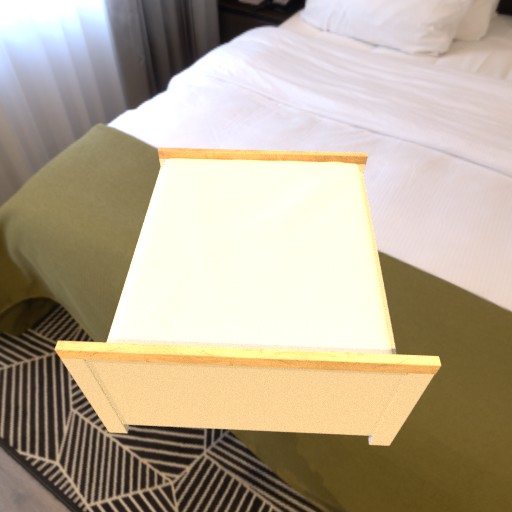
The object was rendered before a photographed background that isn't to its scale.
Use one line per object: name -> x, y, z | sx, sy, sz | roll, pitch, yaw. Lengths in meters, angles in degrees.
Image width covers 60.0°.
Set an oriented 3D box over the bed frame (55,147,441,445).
bed frame -> 0.000, 0.000, 2.953 | 1.670, 0.980, 2.050 | 2, 48, 2
